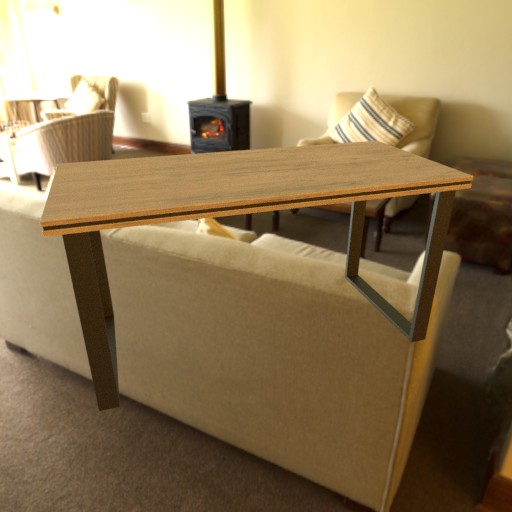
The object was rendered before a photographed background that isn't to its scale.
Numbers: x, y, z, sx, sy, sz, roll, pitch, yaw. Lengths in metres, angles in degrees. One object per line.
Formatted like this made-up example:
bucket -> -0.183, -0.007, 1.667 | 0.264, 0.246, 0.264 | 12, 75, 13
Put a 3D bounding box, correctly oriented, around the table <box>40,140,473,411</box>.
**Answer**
table -> 0.000, 0.000, 2.266 | 1.778, 0.899, 0.795 | -8, 27, -16
